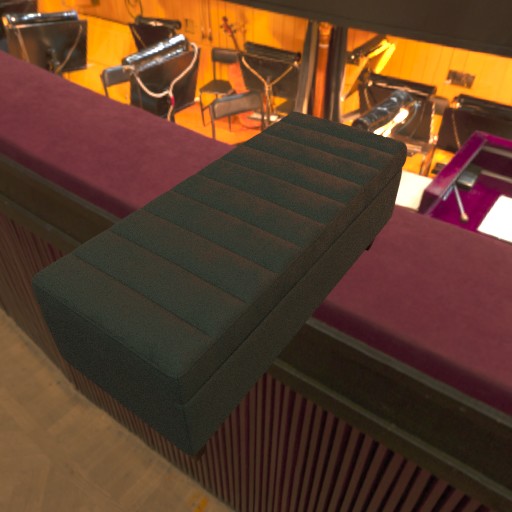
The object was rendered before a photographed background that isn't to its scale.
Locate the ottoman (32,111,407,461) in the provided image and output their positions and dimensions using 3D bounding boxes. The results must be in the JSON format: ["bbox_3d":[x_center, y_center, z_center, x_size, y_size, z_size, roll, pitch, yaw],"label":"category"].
[{"bbox_3d":[0.000,0.000,1.390,0.482,0.469,1.151,25,47,26],"label":"ottoman"}]
